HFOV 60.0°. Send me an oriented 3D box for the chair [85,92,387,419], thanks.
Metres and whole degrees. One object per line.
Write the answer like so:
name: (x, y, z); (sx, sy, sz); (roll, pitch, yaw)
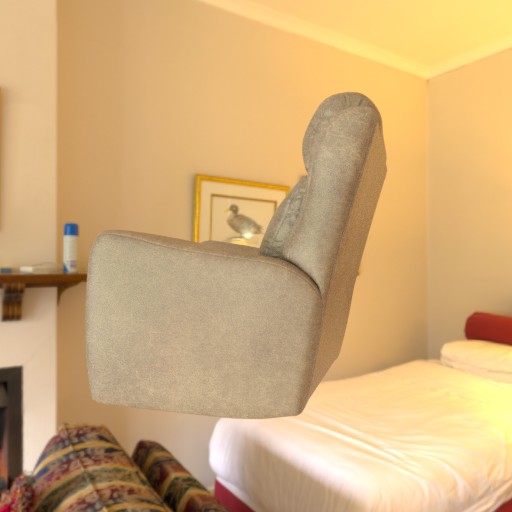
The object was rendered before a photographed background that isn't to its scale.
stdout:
chair: (0.000, 0.000, 1.907); (1.068, 1.116, 0.965); (0, 0, 18)
